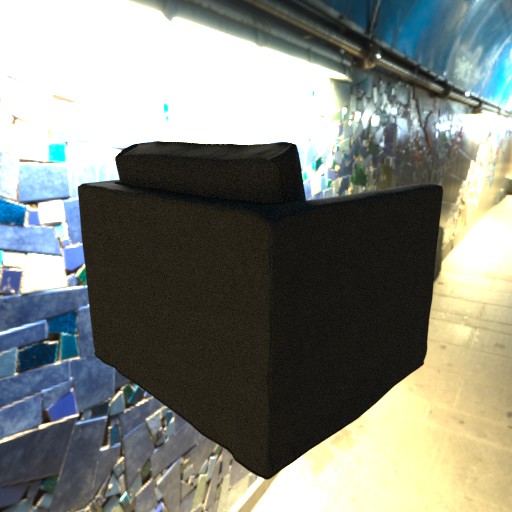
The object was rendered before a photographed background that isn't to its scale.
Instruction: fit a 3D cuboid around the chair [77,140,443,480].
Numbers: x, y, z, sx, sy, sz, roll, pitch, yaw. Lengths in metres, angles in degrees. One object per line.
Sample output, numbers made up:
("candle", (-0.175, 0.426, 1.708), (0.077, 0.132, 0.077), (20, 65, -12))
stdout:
("chair", (0.000, 0.000, 1.712), (0.949, 0.863, 1.057), (-14, 20, -43))
